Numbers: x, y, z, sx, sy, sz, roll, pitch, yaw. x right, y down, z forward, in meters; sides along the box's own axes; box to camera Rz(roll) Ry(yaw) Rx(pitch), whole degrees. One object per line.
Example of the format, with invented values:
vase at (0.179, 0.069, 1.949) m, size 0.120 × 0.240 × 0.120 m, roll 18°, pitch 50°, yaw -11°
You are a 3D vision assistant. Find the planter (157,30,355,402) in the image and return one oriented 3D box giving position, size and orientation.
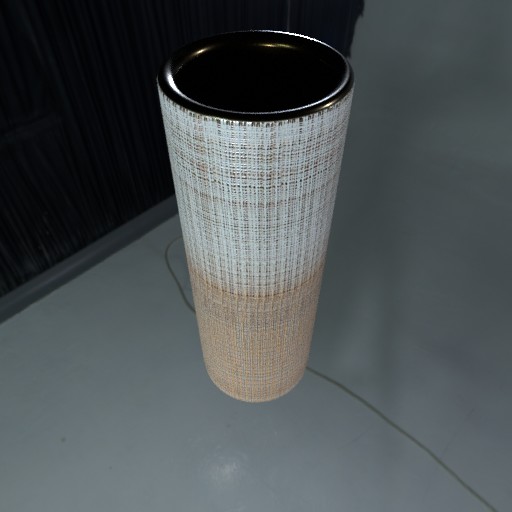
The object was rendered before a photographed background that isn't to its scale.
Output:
planter at (0.000, 0.000, 0.323) m, size 0.099 × 0.278 × 0.099 m, roll 32°, pitch 55°, yaw 27°
